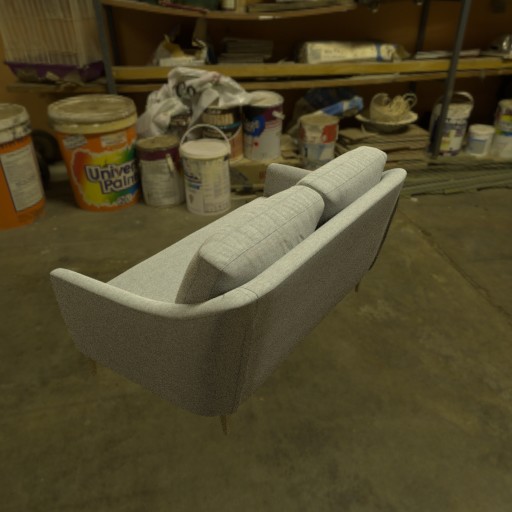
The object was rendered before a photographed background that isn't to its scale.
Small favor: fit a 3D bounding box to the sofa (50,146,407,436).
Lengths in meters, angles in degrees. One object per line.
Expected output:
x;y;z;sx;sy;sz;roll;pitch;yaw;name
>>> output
0.000;0.000;2.203;0.960;0.904;1.619;21;37;30;sofa
